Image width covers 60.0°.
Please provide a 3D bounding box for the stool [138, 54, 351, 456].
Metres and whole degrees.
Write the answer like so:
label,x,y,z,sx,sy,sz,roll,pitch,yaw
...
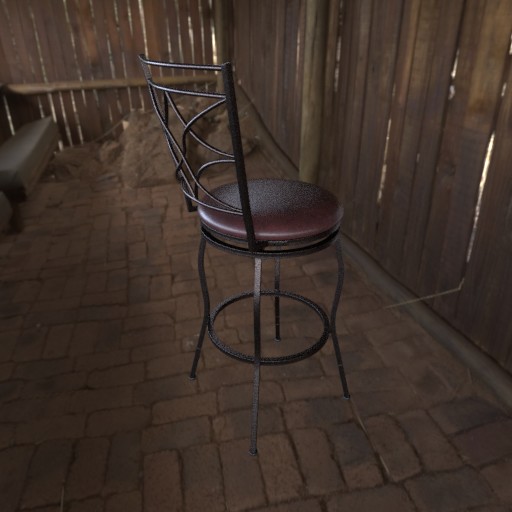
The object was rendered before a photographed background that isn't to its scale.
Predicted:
label,x,y,z,sx,sy,sz,roll,pitch,yaw
stool,0.000,0.000,1.350,0.534,1.117,0.434,-17,32,-31
